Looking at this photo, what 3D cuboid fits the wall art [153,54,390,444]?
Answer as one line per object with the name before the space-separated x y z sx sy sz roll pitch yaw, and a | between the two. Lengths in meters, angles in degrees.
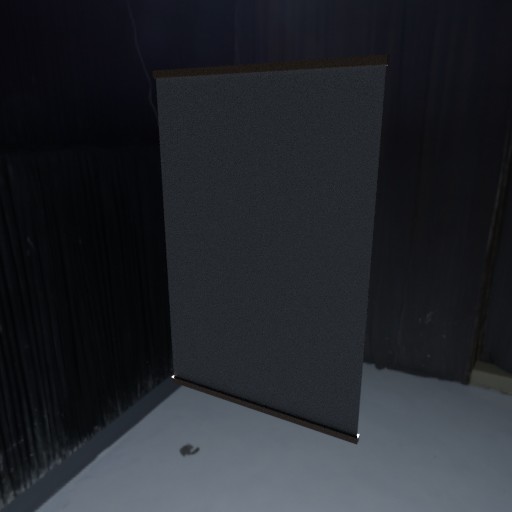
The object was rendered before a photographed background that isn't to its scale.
wall art | 0.000 0.000 1.899 0.990 1.519 0.030 9 19 27
